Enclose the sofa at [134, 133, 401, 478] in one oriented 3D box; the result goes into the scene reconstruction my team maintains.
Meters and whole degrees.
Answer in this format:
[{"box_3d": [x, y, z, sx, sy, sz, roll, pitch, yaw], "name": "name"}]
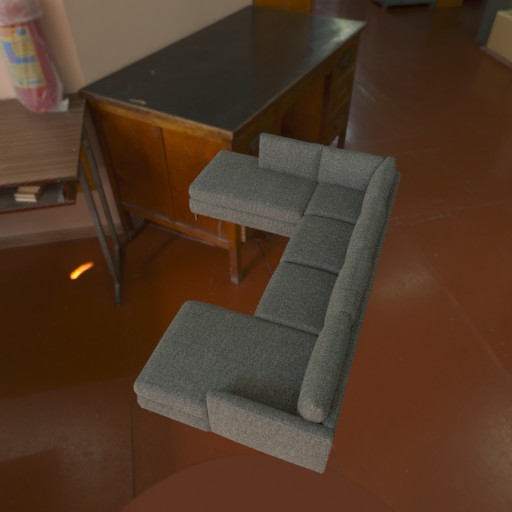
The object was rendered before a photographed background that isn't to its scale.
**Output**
[{"box_3d": [0.000, 0.000, 3.569, 1.879, 0.756, 2.737, 15, 46, 15], "name": "sofa"}]
